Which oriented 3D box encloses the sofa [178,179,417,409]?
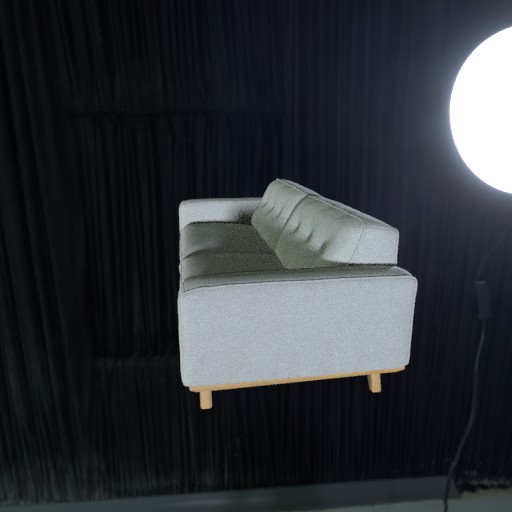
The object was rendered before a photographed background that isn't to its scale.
[{"bbox_3d":[0.000,0.000,2.781,0.956,0.781,2.270,-3,16,-9],"label":"sofa"}]
